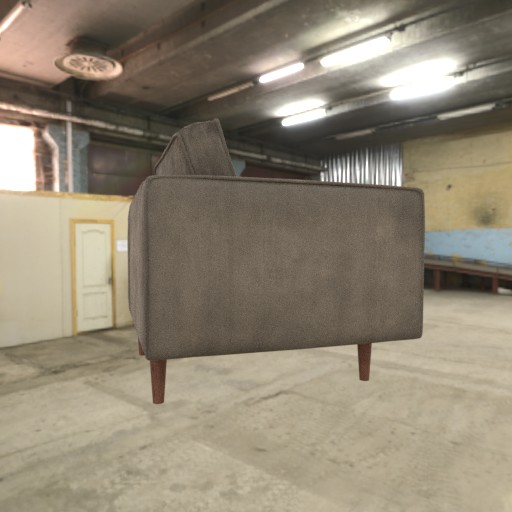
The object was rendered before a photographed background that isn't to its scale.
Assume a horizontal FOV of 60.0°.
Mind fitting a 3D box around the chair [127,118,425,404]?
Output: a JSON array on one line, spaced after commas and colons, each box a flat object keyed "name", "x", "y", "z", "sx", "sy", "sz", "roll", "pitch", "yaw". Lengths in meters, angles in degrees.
[{"name": "chair", "x": 0.000, "y": 0.000, "z": 1.569, "sx": 0.843, "sy": 0.773, "sz": 0.928, "roll": 0, "pitch": 1, "yaw": -18}]
